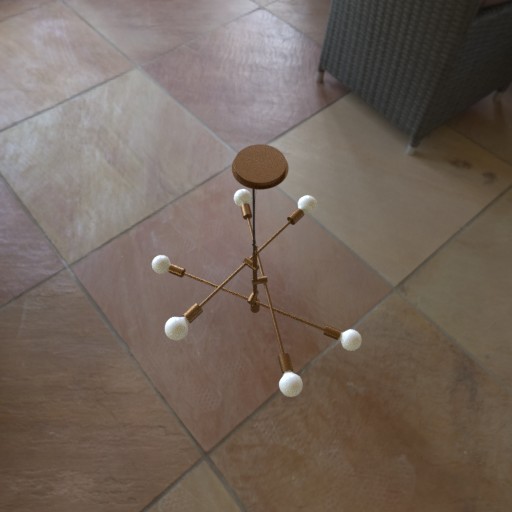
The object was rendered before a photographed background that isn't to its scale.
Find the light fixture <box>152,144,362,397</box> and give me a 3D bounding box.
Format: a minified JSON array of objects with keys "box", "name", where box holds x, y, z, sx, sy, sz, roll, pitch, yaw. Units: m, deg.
[{"box":[0.000,0.000,1.254,0.637,0.744,0.682,-33,63,-19],"name":"light fixture"}]
